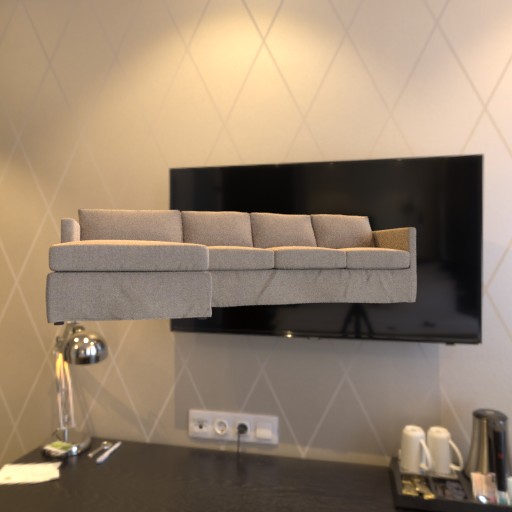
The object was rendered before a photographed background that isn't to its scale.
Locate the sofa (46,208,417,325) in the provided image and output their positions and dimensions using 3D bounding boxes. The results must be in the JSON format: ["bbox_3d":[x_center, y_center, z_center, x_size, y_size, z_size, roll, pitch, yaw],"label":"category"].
[{"bbox_3d":[0.000,0.000,3.899,3.198,0.920,1.638,0,-1,-18],"label":"sofa"}]
